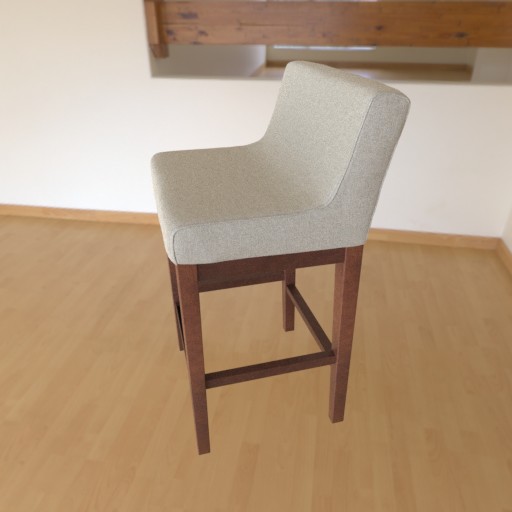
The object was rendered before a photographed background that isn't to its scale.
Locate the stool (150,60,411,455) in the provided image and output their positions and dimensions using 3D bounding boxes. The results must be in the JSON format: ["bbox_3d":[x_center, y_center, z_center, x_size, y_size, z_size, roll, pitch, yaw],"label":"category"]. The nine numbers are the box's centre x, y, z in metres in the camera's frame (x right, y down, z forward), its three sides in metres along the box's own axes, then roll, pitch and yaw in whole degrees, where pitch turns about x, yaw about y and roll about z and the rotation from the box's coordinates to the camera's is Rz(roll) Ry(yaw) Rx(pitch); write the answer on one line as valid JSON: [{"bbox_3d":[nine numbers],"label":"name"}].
[{"bbox_3d":[0.000,0.000,1.218,0.500,0.937,0.511,-8,31,-13],"label":"stool"}]
